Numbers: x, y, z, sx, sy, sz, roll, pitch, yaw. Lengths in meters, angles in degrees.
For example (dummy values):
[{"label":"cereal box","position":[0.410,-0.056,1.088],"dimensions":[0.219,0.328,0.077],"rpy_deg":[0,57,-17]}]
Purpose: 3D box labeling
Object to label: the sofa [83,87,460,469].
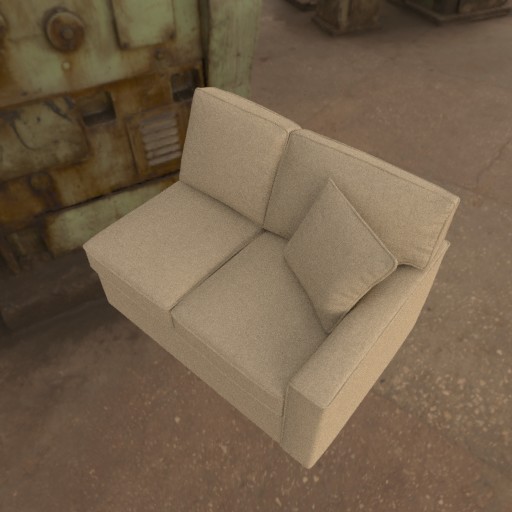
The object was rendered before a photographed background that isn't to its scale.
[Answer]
[{"label":"sofa","position":[0.000,0.000,2.051],"dimensions":[1.388,0.989,0.991],"rpy_deg":[32,54,27]}]
